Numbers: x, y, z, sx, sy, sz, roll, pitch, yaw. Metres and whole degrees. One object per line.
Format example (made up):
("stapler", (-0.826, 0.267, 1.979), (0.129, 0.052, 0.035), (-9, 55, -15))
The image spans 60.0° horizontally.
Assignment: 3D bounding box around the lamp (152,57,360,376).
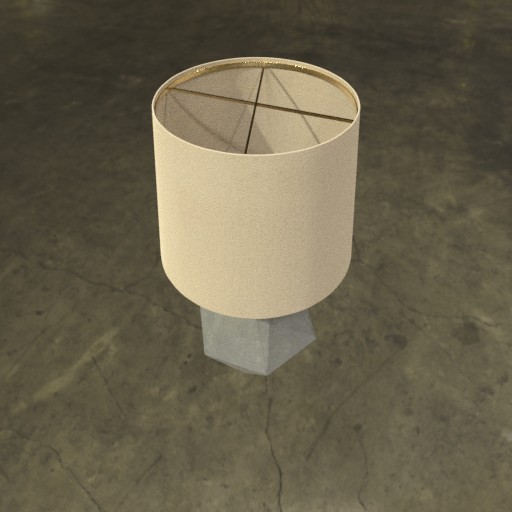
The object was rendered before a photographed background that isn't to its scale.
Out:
("lamp", (0.000, 0.000, 0.671), (0.276, 0.501, 0.276), (0, 46, 0))
